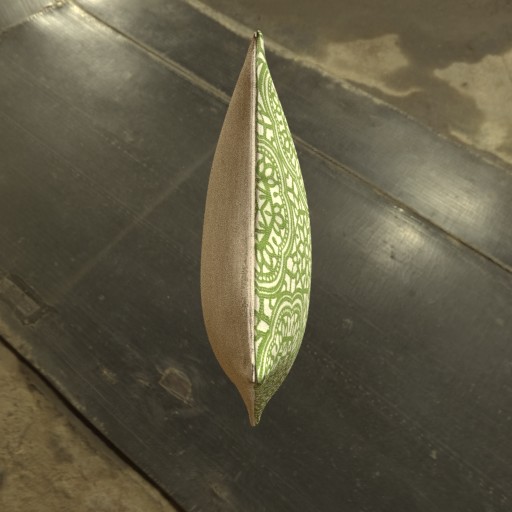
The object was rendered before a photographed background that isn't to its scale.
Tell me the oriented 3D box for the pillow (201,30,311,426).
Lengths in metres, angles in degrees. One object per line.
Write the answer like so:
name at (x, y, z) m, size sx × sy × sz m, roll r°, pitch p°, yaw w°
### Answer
pillow at (0.000, 0.000, 0.652) m, size 0.162 × 0.419 × 0.440 m, roll 0°, pitch 65°, yaw 0°
